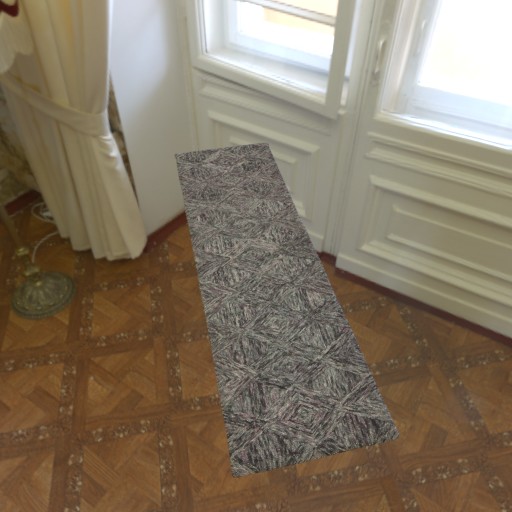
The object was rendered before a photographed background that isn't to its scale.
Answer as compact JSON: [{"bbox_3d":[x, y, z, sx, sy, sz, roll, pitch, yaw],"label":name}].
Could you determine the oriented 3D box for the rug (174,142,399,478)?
[{"bbox_3d":[0.000,0.000,2.552,0.719,0.013,2.305,-9,47,-9],"label":"rug"}]
